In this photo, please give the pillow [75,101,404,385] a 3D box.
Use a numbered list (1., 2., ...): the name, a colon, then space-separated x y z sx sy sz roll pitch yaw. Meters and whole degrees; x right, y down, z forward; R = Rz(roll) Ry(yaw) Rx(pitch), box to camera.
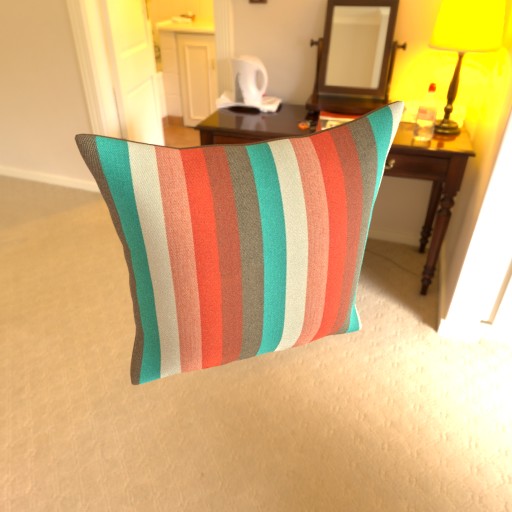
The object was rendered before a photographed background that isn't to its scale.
1. pillow: 0.000 0.000 0.703 0.453 0.443 0.168 -11 35 -16
